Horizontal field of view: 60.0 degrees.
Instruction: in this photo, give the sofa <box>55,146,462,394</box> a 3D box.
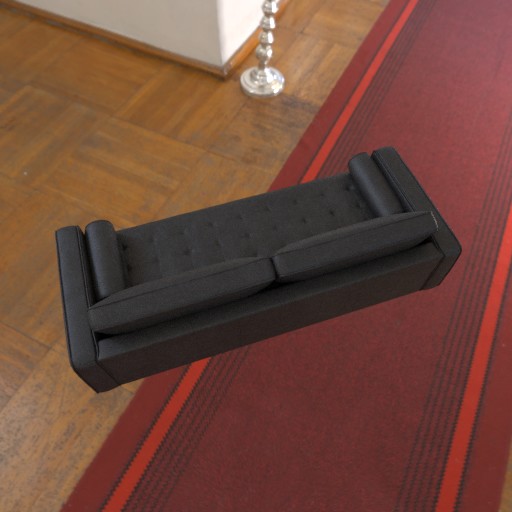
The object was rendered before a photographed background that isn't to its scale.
[{"bbox_3d":[0.000,0.000,2.685,2.210,0.762,0.914,-16,59,-10],"label":"sofa"}]
